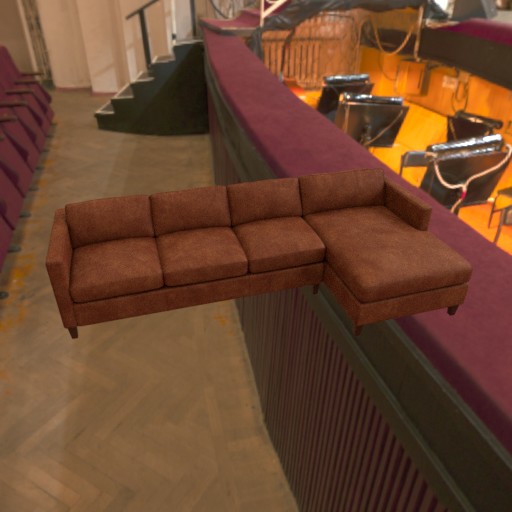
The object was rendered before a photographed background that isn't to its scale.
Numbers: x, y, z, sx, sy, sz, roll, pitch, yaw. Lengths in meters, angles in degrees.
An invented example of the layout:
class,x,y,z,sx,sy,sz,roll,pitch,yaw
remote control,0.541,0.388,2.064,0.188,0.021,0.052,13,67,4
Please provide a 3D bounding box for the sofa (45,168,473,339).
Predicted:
class,x,y,z,sx,sy,sz,roll,pitch,yaw
sofa,0.000,0.000,3.790,3.203,0.883,1.581,-9,33,-14
